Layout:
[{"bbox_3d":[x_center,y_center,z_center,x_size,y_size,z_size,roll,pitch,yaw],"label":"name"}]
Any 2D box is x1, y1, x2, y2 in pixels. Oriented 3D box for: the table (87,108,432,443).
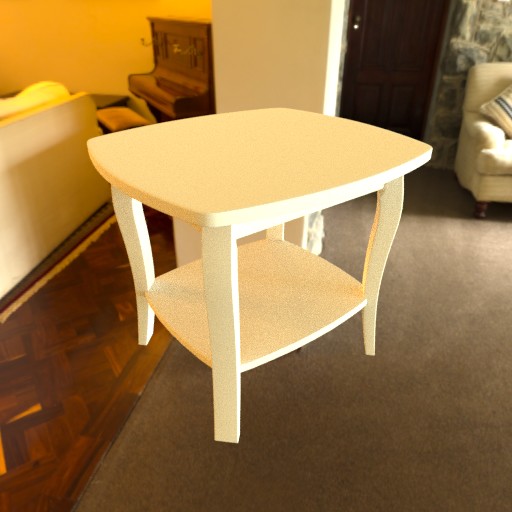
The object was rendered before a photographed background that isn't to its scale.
[{"bbox_3d":[0.000,0.000,0.851,0.502,0.438,0.451,-21,36,-32],"label":"table"}]
